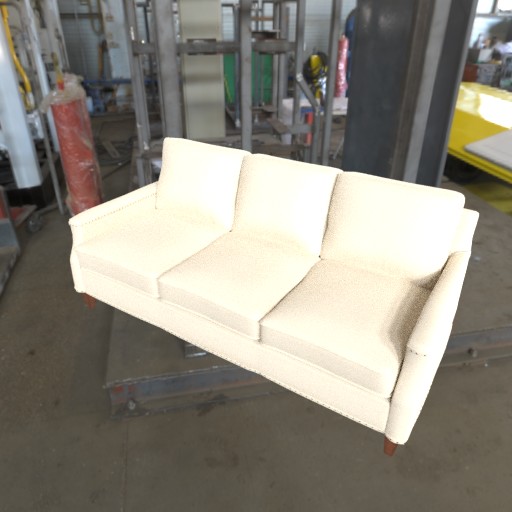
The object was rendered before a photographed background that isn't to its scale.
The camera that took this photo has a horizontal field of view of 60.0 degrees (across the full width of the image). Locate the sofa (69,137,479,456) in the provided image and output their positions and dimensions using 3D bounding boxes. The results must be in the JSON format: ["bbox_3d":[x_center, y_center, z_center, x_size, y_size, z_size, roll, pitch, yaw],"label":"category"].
[{"bbox_3d":[0.000,0.000,2.668,2.246,1.003,1.084,18,34,28],"label":"sofa"}]
